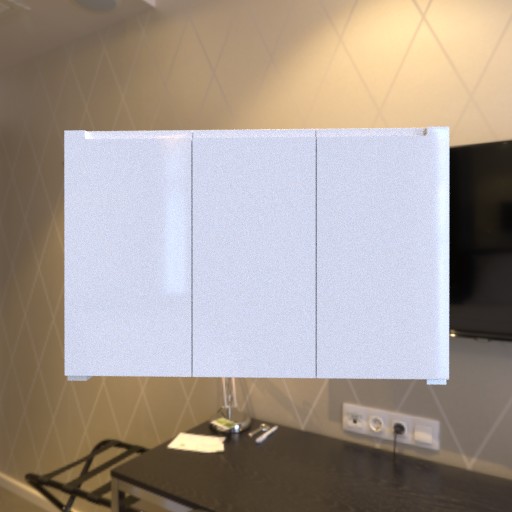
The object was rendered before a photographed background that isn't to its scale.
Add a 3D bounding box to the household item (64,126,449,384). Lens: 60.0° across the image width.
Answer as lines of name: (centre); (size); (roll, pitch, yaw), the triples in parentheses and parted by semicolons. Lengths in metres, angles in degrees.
household item: (0.000, 0.000, 1.707); (1.300, 0.867, 0.420); (0, 0, 2)
